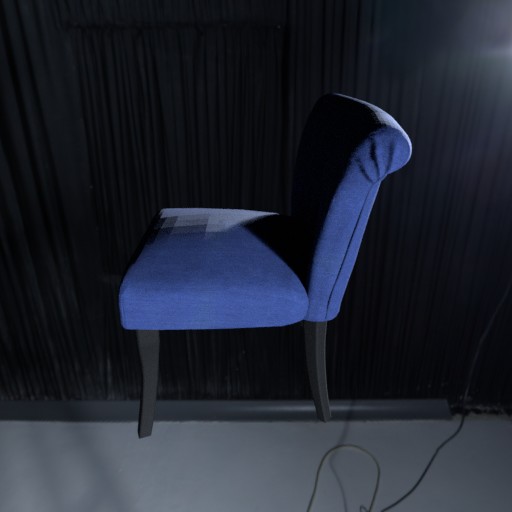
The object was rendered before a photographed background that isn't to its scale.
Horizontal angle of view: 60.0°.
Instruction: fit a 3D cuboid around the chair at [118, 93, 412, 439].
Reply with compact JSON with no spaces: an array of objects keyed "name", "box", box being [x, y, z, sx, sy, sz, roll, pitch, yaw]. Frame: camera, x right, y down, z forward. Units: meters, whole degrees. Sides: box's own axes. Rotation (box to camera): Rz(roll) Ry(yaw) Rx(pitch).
[{"name":"chair","box":[0.000,0.000,1.160,0.606,0.753,0.585,0,26,-1]}]
